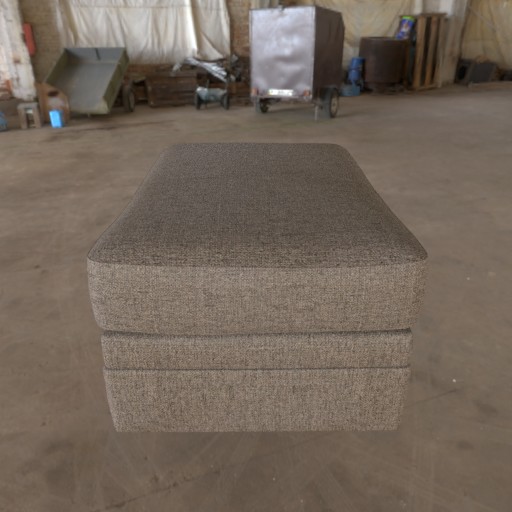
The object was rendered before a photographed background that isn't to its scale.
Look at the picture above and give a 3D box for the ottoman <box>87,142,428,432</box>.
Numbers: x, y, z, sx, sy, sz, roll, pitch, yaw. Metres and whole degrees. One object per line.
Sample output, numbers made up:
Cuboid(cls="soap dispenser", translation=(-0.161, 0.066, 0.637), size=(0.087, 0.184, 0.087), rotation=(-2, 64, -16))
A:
Cuboid(cls="ottoman", translation=(0.000, 0.000, 1.226), size=(0.637, 0.478, 0.885), rotation=(0, 27, -1))
